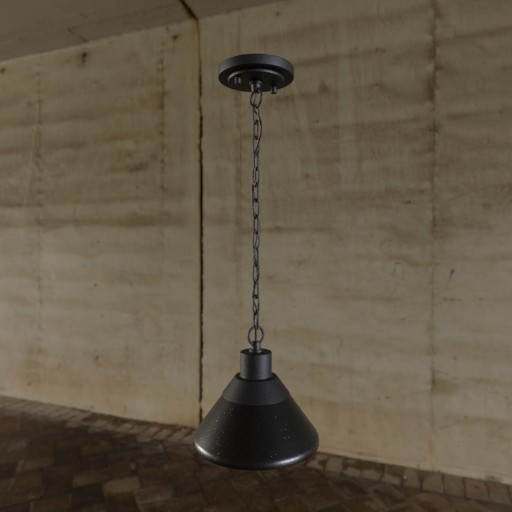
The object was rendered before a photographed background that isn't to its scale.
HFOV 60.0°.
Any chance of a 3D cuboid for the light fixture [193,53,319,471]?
[{"bbox_3d":[0.000,0.000,0.706,0.201,0.588,0.201,-1,1,-36],"label":"light fixture"}]
